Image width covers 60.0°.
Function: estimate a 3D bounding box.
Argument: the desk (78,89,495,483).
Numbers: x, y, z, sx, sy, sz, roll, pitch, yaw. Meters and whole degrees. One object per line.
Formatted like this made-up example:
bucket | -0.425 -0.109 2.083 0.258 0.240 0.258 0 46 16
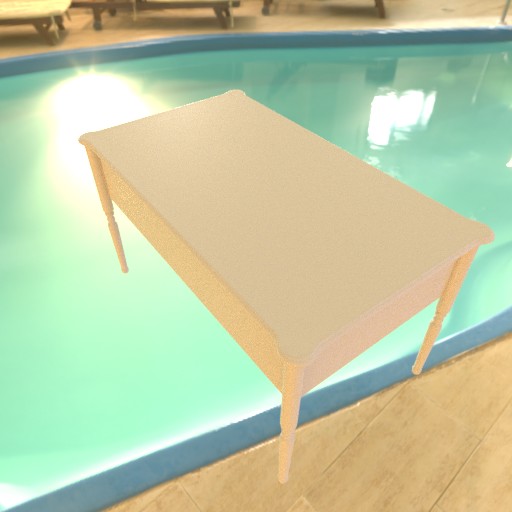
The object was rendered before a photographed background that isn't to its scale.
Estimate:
desk | 0.000 0.000 1.808 0.807 0.762 1.380 -27 49 -26
